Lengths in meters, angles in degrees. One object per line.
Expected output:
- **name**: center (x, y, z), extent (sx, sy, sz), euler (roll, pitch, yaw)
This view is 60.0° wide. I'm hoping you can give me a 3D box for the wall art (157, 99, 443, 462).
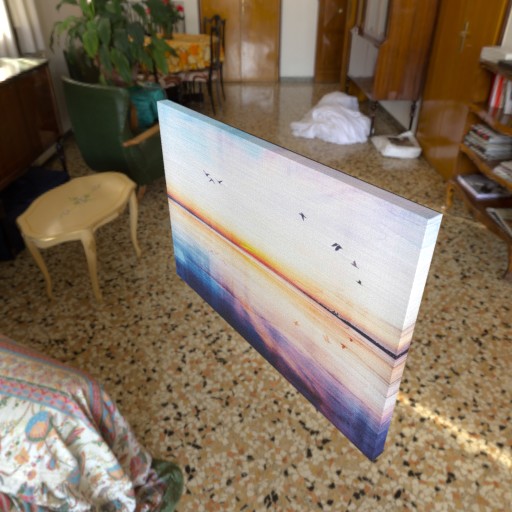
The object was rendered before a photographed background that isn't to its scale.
- **wall art**: center (0.000, 0.000, 1.138), extent (0.037, 0.605, 0.911), euler (-22, 38, -30)
